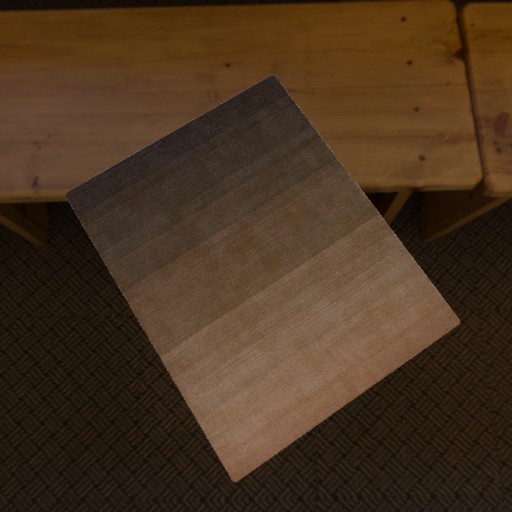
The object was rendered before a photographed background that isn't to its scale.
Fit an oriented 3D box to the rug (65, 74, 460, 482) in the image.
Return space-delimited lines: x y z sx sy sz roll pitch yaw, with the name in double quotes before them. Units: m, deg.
"rug" 0.000 0.000 3.918 2.305 0.017 2.902 -32 78 -7
